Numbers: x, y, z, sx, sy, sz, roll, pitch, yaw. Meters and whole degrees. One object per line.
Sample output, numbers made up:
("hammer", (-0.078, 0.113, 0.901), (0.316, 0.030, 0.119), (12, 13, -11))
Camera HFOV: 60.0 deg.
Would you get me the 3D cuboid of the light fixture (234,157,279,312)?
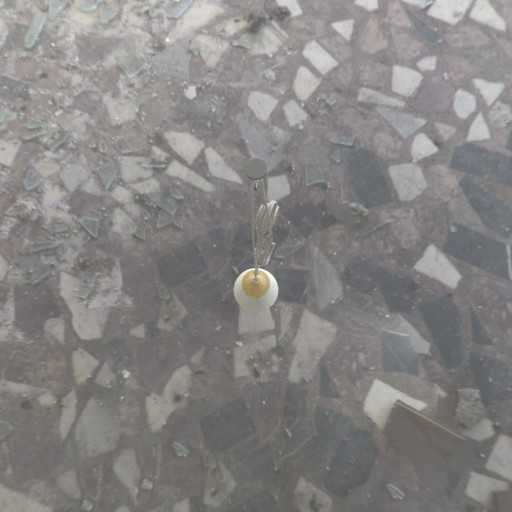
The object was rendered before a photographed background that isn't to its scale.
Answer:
("light fixture", (0.000, 0.000, 1.064), (0.153, 0.966, 0.153), (34, 78, 8))
